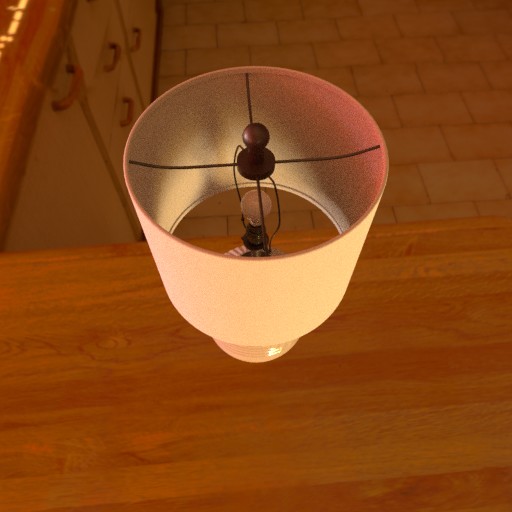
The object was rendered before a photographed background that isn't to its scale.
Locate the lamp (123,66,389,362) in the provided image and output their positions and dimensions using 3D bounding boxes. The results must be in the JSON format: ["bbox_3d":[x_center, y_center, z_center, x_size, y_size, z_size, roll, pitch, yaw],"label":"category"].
[{"bbox_3d":[0.000,0.000,0.748,0.318,0.567,0.318,0,58,0],"label":"lamp"}]
